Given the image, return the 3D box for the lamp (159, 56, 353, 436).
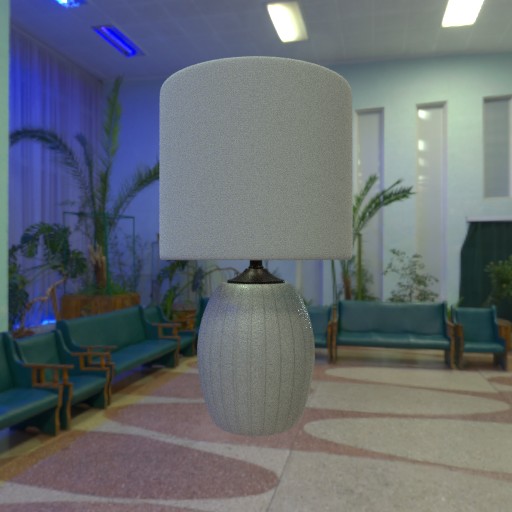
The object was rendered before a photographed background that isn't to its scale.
[{"bbox_3d":[0.000,0.000,0.771,0.328,0.570,0.328,0,0,0],"label":"lamp"}]
